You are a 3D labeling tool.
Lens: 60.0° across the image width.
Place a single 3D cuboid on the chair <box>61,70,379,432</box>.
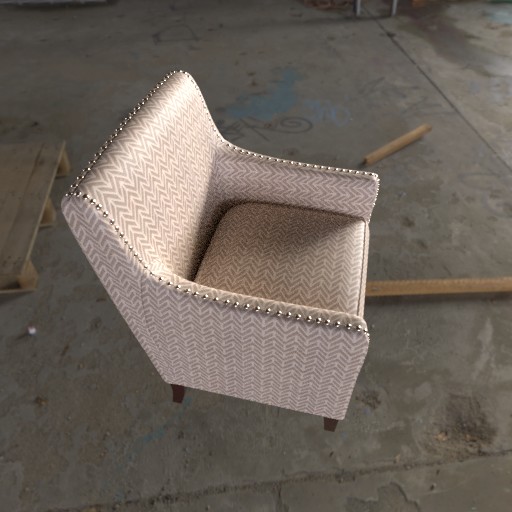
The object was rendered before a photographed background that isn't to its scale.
[{"bbox_3d":[0.000,0.000,1.286,0.651,0.816,0.623,9,47,9],"label":"chair"}]
